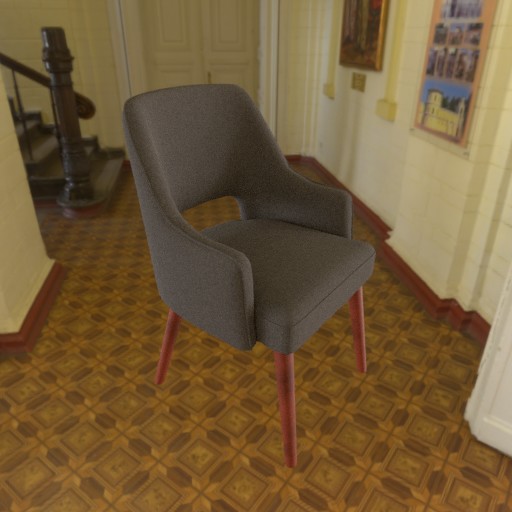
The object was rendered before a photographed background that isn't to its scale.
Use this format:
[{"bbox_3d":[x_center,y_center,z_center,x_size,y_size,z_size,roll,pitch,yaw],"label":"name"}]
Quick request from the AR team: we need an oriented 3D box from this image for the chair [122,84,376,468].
[{"bbox_3d":[0.000,0.000,1.218,0.560,0.838,0.559,19,33,32],"label":"chair"}]
